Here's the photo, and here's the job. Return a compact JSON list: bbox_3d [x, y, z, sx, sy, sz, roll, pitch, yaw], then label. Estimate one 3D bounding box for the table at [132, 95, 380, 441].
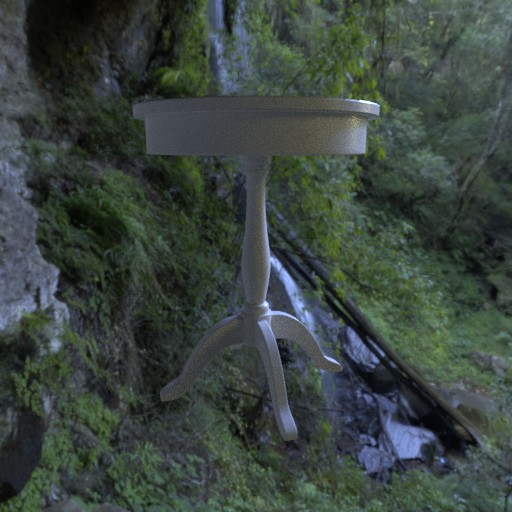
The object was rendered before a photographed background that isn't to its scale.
[{"bbox_3d":[0.000,0.000,1.029,0.513,0.653,0.513,0,14,0],"label":"table"}]
